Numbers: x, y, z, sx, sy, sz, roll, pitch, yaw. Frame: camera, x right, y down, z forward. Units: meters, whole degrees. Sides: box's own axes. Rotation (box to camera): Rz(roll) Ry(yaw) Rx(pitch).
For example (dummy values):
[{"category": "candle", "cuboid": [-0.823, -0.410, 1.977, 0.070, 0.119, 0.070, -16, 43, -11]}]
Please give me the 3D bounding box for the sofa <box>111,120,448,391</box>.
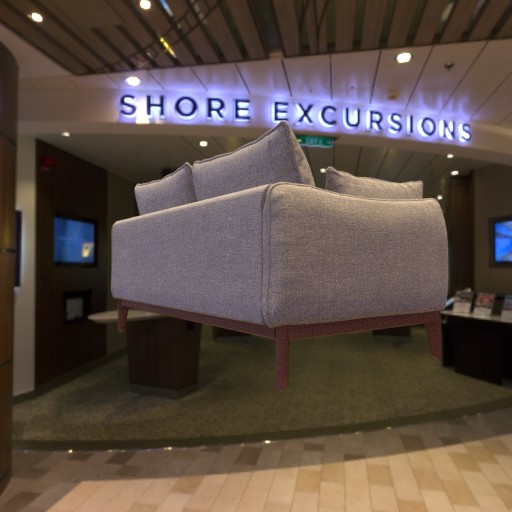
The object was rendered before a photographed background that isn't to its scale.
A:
[{"category": "sofa", "cuboid": [0.000, 0.000, 2.193, 0.972, 0.851, 1.580, 1, -1, -36]}]
